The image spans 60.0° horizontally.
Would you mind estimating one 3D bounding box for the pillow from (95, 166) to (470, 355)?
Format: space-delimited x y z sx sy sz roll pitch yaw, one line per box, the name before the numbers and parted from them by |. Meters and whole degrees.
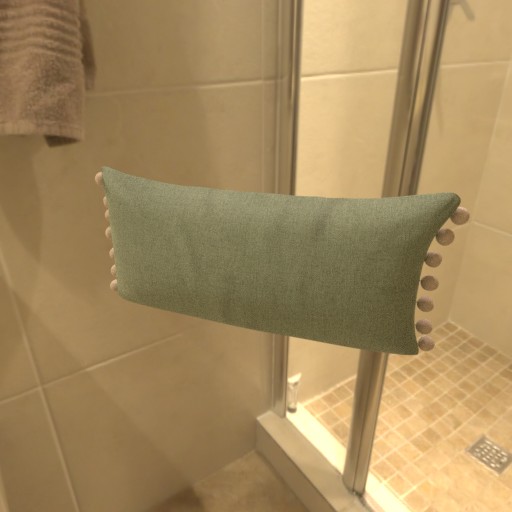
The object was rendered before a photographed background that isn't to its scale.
pillow | 0.000 0.000 0.850 0.709 0.322 0.201 9 29 16
